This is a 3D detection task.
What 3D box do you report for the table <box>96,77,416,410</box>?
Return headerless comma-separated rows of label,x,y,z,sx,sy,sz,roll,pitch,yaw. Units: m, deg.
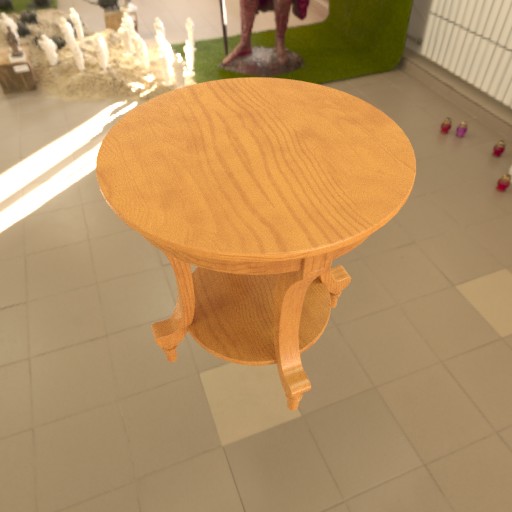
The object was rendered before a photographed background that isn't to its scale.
table,0.000,0.000,1.067,0.597,0.612,0.597,0,45,0
